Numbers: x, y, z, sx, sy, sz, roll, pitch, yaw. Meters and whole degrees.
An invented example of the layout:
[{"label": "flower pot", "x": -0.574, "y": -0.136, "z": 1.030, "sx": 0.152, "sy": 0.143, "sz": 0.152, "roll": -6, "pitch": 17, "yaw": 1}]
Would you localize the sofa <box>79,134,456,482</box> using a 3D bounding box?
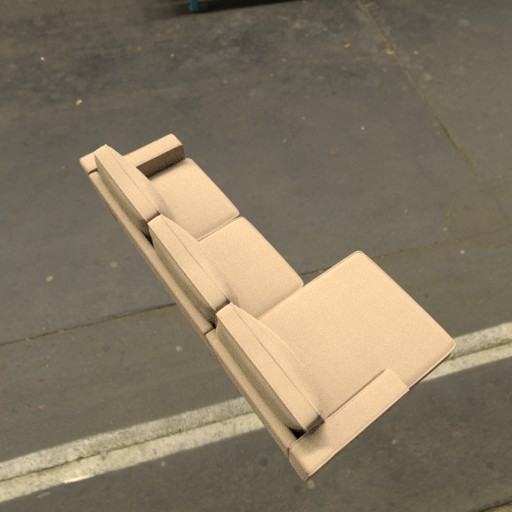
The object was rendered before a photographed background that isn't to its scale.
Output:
[{"label": "sofa", "x": 0.000, "y": 0.000, "z": 3.071, "sx": 1.294, "sy": 0.928, "sz": 2.561, "roll": -32, "pitch": 63, "yaw": -19}]
